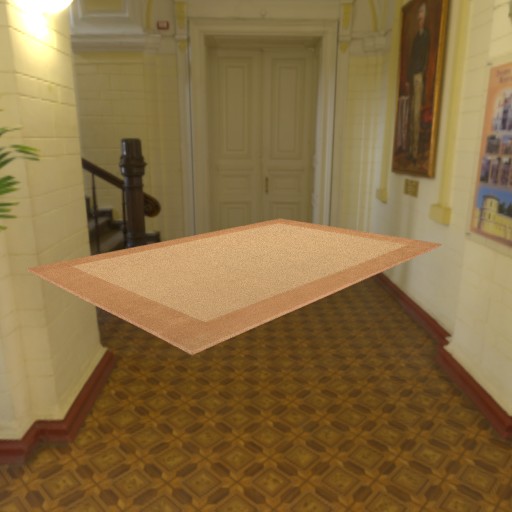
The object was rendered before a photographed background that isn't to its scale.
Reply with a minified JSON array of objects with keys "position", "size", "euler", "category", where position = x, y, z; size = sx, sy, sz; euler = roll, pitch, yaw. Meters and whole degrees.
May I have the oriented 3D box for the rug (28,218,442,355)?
[{"position":[0.000,0.000,2.310],"size":[1.219,0.014,1.829],"euler":[14,20,41],"category":"rug"}]
